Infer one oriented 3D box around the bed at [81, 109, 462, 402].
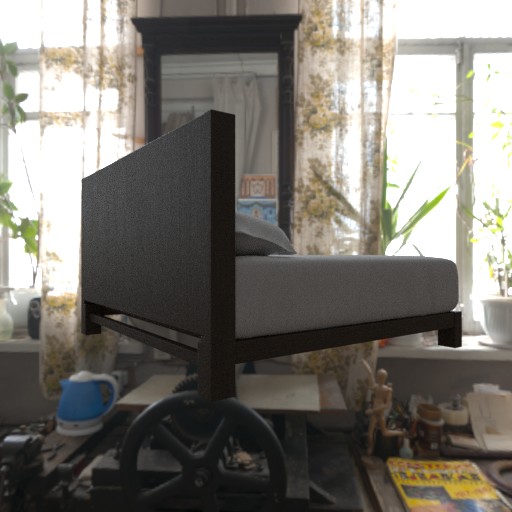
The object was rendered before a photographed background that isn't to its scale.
[{"bbox_3d":[0.000,0.000,3.372,2.012,1.270,2.134,0,0,-36],"label":"bed"}]
